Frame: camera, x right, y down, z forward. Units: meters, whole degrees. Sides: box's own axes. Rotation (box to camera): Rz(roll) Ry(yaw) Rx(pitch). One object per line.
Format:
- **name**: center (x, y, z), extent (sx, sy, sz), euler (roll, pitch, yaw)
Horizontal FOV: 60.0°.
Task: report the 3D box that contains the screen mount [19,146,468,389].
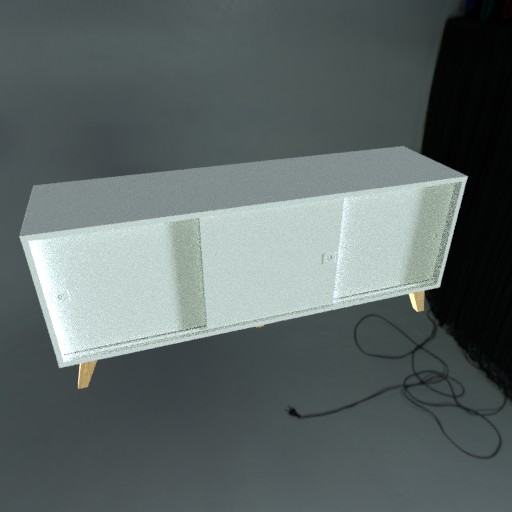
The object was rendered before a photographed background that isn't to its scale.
- **screen mount**: center (0.000, 0.000, 1.729), extent (1.490, 0.619, 0.400), euler (-9, 32, -16)
